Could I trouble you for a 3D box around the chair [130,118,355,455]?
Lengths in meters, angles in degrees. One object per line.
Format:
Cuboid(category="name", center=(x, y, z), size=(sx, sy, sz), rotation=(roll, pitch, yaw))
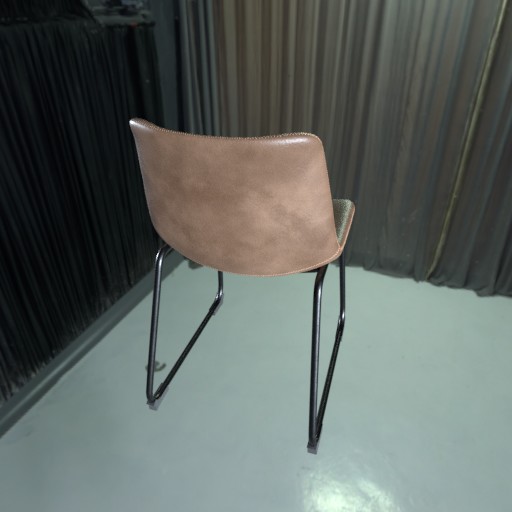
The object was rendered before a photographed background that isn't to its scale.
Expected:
Cuboid(category="chair", center=(0.000, 0.000, 1.127), size=(0.460, 0.780, 0.551), rotation=(9, 33, 15))
